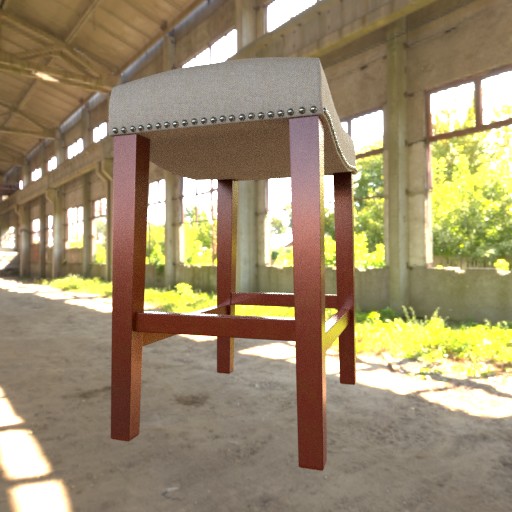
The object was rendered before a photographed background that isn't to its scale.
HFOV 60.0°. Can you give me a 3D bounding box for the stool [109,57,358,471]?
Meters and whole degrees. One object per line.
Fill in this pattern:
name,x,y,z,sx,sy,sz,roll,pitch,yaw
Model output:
stool,0.000,0.000,0.934,0.375,0.632,0.509,0,0,18
